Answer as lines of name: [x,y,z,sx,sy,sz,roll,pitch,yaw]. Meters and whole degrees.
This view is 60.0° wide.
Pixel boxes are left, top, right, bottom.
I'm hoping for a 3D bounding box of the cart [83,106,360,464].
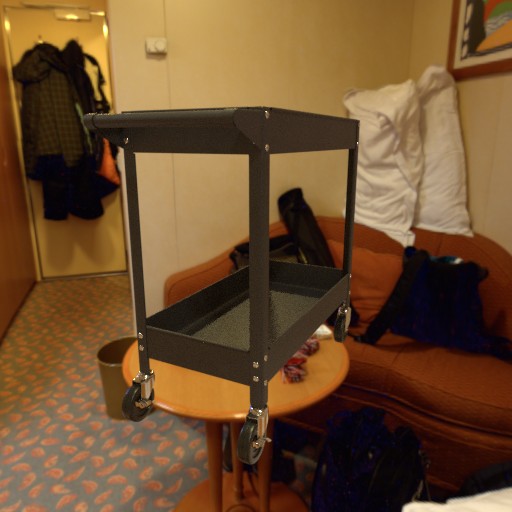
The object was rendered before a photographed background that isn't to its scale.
cart: [0.000,0.000,1.189,0.366,0.719,0.779,7,16,26]
